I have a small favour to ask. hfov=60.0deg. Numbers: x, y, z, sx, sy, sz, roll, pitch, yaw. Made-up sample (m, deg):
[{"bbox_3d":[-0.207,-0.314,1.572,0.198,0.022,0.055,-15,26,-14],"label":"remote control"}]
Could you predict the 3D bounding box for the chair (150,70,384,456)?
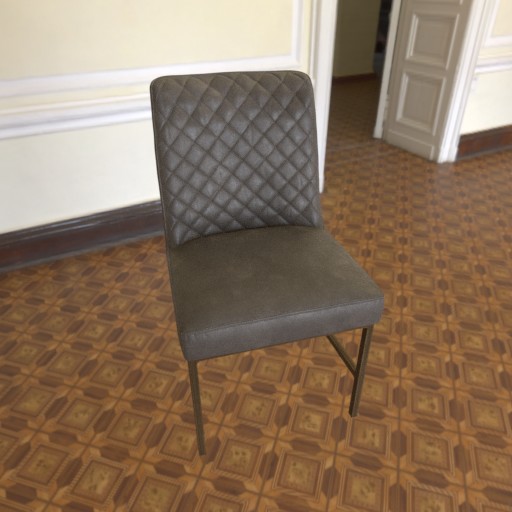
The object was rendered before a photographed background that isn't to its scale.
[{"bbox_3d":[0.000,0.000,1.257,0.508,0.889,0.587,-9,33,-13],"label":"chair"}]
